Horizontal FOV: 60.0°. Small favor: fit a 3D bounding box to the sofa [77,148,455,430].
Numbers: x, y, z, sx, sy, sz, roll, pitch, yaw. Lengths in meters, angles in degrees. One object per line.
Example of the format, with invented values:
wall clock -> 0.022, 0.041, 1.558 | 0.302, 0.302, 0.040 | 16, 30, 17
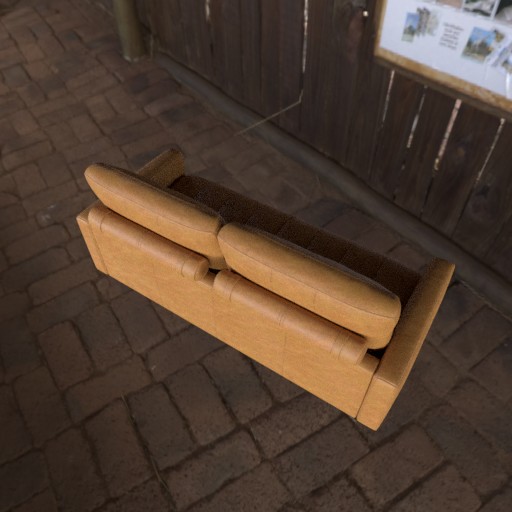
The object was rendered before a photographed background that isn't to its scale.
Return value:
sofa -> 0.000, 0.000, 2.330 | 1.821, 0.898, 0.850 | 26, 52, 22
